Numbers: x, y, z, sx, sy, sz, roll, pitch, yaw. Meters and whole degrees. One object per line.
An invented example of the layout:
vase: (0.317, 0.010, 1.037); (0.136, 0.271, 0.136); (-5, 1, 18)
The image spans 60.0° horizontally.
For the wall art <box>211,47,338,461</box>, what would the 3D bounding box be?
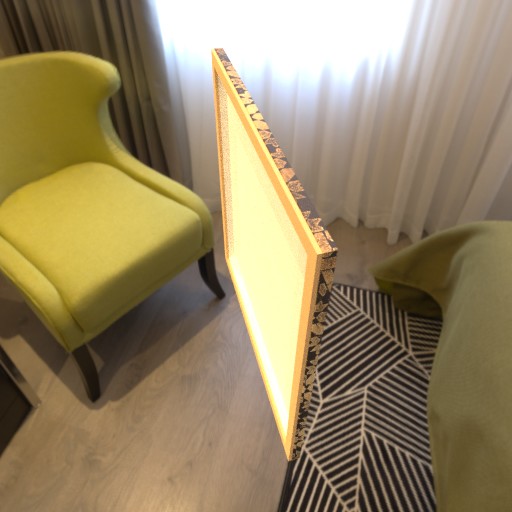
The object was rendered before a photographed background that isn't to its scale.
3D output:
wall art: (0.000, 0.000, 1.364); (0.038, 0.914, 0.914); (-11, 46, -11)
